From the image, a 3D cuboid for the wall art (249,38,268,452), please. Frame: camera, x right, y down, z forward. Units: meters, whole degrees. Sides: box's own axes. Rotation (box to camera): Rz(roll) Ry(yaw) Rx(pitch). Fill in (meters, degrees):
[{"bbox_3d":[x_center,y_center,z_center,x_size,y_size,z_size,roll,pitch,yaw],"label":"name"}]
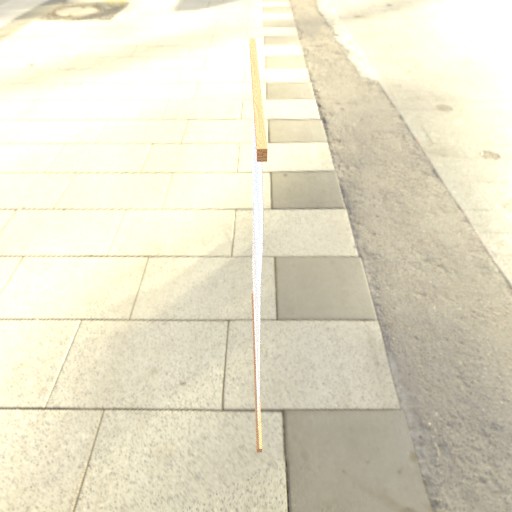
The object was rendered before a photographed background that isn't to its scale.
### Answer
[{"bbox_3d":[0.000,0.000,1.947,0.025,1.521,1.011,-1,40,-1],"label":"wall art"}]
